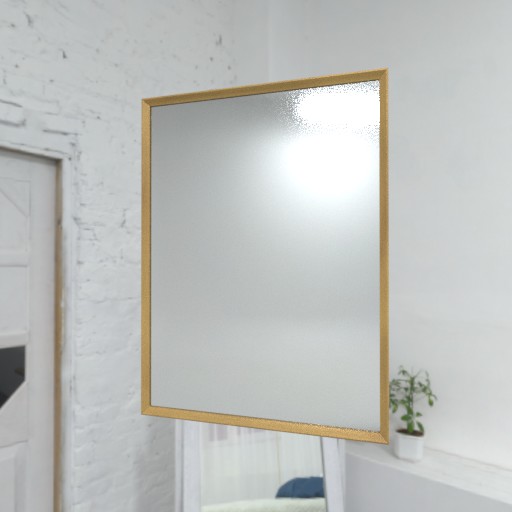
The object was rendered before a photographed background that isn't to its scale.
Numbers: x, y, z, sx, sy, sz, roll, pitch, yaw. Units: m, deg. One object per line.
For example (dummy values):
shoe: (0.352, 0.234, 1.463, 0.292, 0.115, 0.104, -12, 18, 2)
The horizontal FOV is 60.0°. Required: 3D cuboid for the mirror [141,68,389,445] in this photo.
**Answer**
mirror: (0.000, 0.000, 1.328, 0.762, 1.016, 0.041, 0, 0, 18)
